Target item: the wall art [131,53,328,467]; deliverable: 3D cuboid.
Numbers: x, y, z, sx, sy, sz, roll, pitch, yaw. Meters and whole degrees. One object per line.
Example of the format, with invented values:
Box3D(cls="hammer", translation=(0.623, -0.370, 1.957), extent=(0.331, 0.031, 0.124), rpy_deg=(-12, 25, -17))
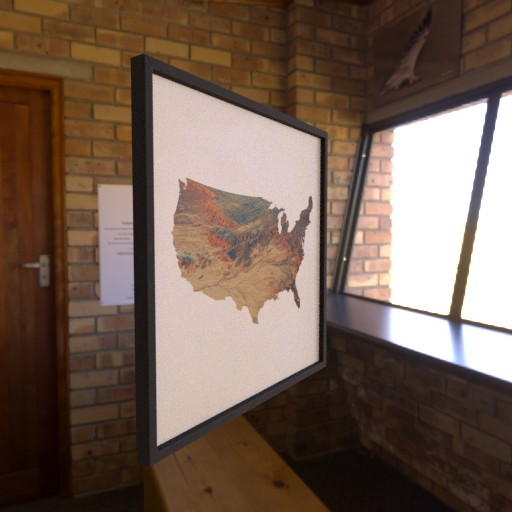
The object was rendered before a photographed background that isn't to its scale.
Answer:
Box3D(cls="wall art", translation=(0.000, 0.000, 0.453), extent=(0.015, 0.303, 0.304), rpy_deg=(2, 4, 34))
